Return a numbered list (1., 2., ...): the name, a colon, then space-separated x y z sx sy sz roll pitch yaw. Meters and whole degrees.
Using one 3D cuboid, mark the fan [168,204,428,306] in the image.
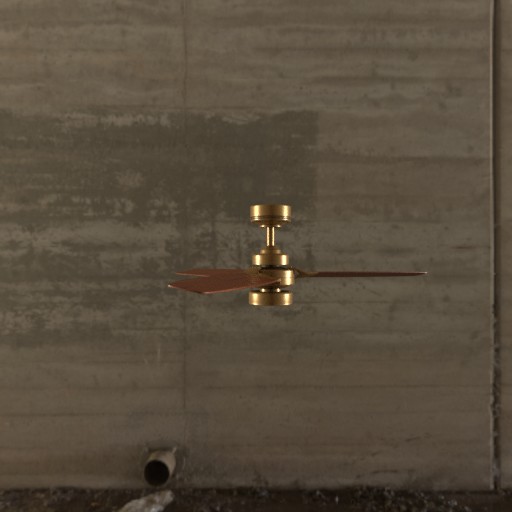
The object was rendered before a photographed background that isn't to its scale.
1. fan: 0.000 0.000 2.050 1.416 0.425 1.271 0 0 -37
